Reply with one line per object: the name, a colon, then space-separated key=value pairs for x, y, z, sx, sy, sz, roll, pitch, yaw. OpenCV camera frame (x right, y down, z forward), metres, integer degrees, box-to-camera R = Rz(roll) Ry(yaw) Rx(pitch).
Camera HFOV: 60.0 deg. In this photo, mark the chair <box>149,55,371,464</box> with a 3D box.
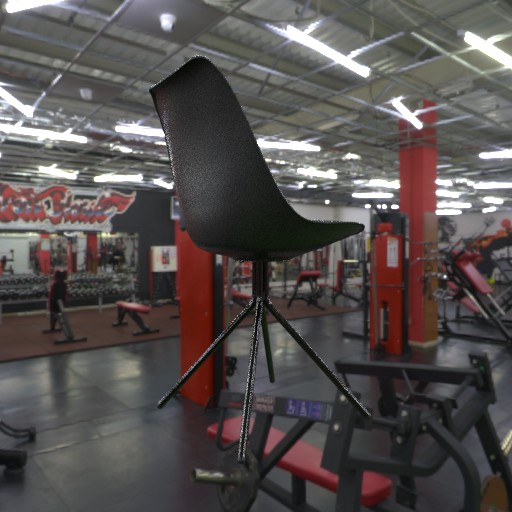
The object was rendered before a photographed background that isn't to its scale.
chair: x=0.000 y=0.000 z=1.175 sx=0.525 sy=0.850 sz=0.461 roll=-1 pitch=1 yaw=-37
